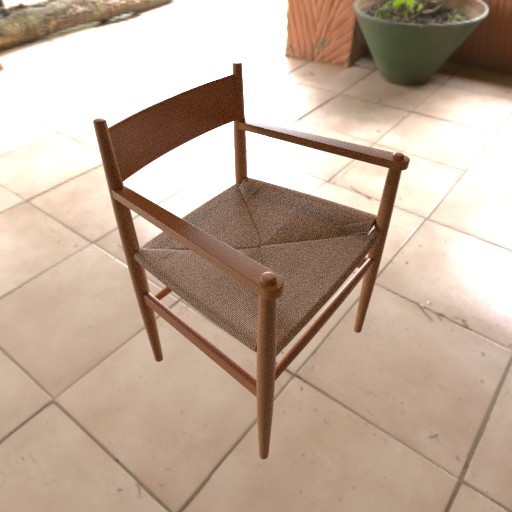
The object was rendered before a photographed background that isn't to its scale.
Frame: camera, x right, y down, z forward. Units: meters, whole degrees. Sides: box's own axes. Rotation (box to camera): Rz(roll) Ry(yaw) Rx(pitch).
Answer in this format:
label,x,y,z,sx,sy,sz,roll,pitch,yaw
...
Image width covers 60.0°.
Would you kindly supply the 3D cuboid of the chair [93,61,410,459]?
label,x,y,z,sx,sy,sz,roll,pitch,yaw
chair,0.000,0.000,1.135,0.495,0.762,0.556,27,48,27
